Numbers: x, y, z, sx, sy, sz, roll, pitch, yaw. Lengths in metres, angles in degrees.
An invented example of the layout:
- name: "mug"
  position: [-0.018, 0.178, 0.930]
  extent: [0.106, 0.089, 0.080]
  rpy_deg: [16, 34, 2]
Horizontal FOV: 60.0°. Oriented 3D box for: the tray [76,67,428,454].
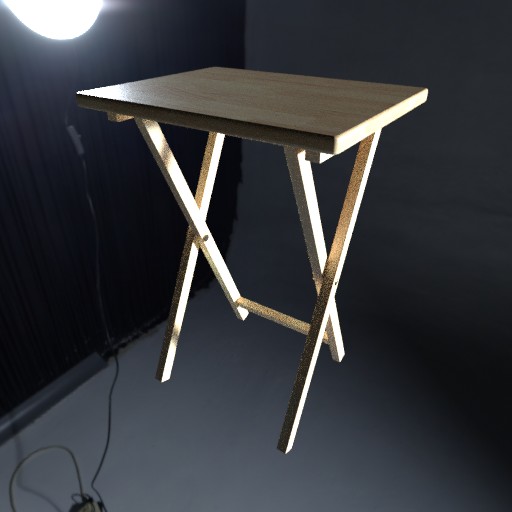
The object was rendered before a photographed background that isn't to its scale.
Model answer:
- name: "tray"
  position: [0.000, 0.000, 0.929]
  extent: [0.483, 0.660, 0.381]
  rpy_deg: [19, 35, 29]
